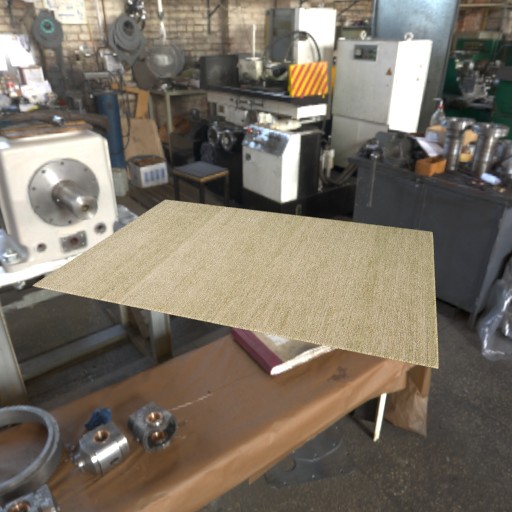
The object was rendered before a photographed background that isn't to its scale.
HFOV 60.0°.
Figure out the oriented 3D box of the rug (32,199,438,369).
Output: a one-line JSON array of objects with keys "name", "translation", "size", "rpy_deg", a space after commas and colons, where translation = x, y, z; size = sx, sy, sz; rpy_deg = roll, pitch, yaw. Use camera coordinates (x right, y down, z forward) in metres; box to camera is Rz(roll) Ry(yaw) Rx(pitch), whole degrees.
[{"name": "rug", "translation": [0.000, 0.000, 5.181], "size": [3.935, 0.025, 2.782], "rpy_deg": [9, 28, 17]}]
